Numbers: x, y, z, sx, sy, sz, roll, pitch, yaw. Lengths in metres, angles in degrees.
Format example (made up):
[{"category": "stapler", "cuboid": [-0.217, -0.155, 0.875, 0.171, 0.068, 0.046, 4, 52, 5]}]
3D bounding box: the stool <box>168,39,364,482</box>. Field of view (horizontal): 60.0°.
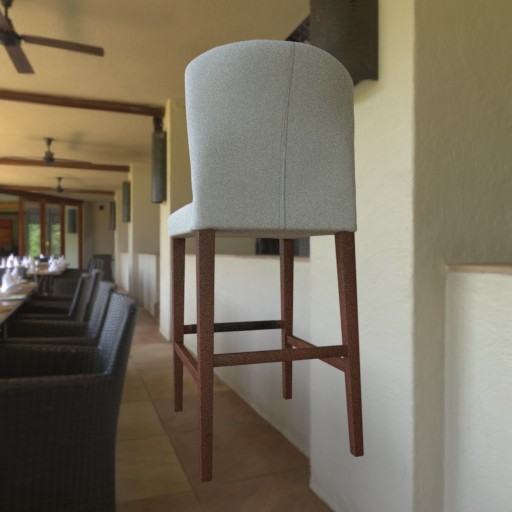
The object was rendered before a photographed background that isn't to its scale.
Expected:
[{"category": "stool", "cuboid": [0.000, 0.000, 1.357, 0.479, 1.069, 0.568, 0, 1, -18]}]
